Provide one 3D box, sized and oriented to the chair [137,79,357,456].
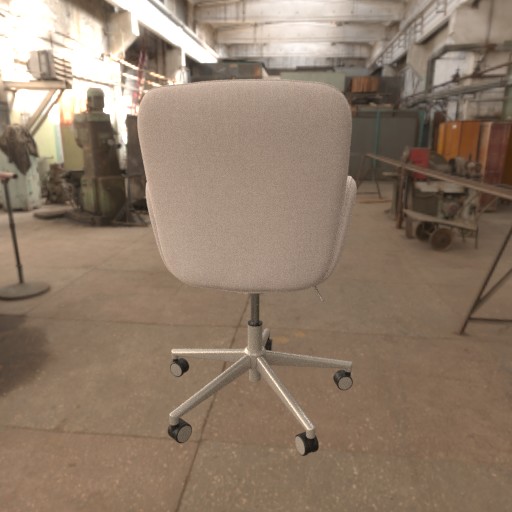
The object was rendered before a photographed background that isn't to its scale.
[{"bbox_3d":[0.000,0.000,1.375,0.648,0.959,0.633,2,16,8],"label":"chair"}]
